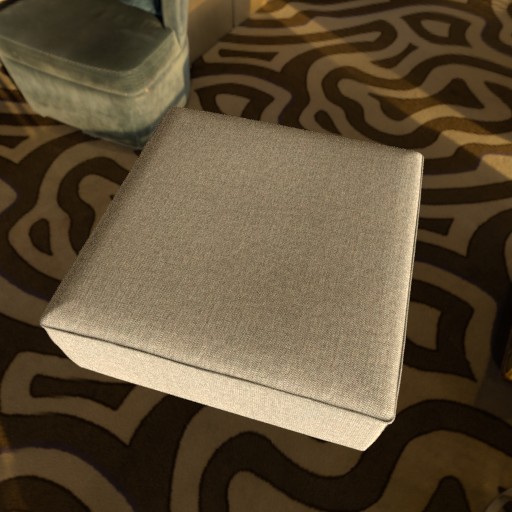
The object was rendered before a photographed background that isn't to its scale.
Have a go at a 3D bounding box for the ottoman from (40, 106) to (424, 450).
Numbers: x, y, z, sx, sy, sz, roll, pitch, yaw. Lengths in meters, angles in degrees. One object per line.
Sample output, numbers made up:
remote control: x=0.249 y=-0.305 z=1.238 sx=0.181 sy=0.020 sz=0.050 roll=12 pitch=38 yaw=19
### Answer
ottoman: x=0.000 y=0.000 z=1.574 sx=1.017 sy=0.423 sz=1.023 roll=14 pitch=57 yaw=9
